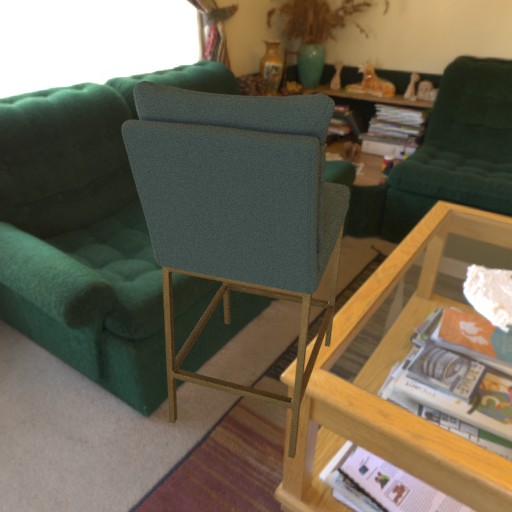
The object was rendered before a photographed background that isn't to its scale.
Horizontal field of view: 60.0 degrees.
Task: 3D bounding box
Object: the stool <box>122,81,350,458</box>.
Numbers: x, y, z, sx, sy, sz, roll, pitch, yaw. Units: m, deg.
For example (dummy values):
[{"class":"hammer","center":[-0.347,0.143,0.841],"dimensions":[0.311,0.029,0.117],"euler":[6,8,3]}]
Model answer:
[{"class":"stool","center":[0.000,0.000,1.335],"dimensions":[0.463,1.032,0.568],"euler":[10,32,16]}]
